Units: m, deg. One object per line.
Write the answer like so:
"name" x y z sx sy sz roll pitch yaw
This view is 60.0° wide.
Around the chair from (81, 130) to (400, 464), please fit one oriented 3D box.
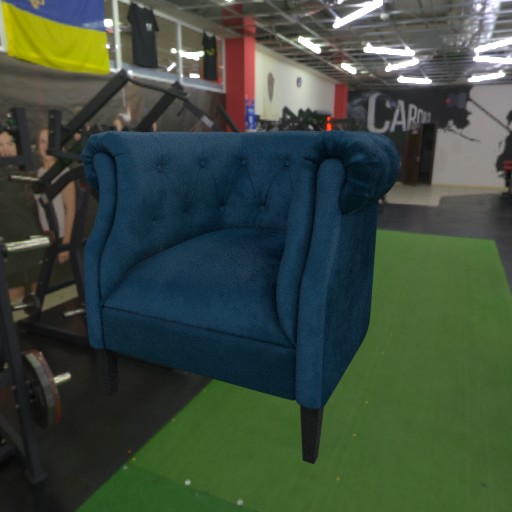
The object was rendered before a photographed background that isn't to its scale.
"chair" 0.000 0.000 1.512 0.904 0.826 0.851 8 17 26
